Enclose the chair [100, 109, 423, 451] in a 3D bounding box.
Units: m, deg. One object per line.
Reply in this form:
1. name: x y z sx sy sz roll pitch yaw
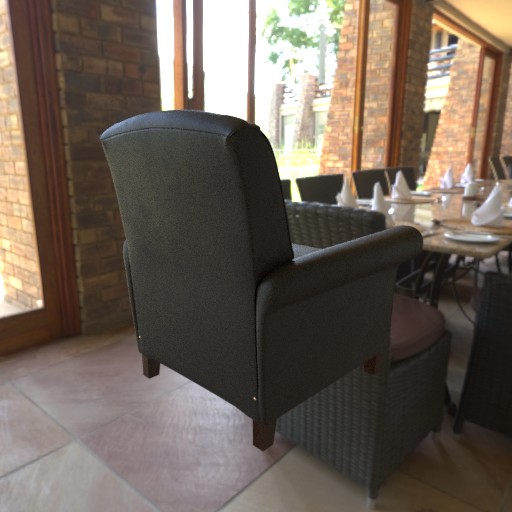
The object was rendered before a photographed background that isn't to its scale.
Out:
1. chair: 0.000 0.000 1.771 0.978 1.061 0.902 13 19 43
